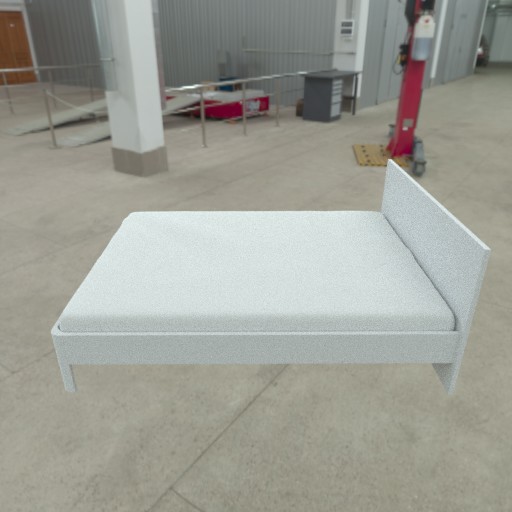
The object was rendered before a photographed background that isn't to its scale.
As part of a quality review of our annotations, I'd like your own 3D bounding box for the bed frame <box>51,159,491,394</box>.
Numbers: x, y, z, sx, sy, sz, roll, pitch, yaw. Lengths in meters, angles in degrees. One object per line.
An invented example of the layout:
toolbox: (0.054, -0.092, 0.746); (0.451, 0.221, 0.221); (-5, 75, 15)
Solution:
bed frame: (0.000, 0.000, 2.687); (1.950, 0.800, 1.490); (0, 27, 0)
